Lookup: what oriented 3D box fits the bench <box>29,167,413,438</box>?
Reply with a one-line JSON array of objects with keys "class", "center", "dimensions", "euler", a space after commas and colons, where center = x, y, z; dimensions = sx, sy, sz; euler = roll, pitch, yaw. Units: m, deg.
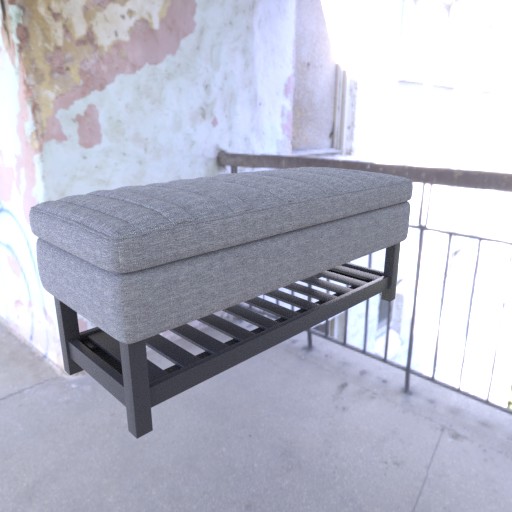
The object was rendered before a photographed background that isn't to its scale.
[{"class": "bench", "center": [0.000, 0.000, 1.302], "dimensions": [1.100, 0.470, 0.429], "euler": [-16, 23, -42]}]
